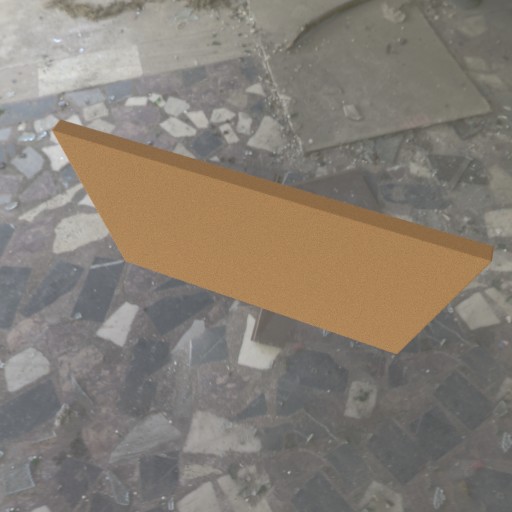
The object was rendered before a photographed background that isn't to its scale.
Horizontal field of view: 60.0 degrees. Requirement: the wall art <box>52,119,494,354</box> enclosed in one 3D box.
[{"bbox_3d":[0.000,0.000,1.146,0.915,0.608,0.033,18,63,9],"label":"wall art"}]
